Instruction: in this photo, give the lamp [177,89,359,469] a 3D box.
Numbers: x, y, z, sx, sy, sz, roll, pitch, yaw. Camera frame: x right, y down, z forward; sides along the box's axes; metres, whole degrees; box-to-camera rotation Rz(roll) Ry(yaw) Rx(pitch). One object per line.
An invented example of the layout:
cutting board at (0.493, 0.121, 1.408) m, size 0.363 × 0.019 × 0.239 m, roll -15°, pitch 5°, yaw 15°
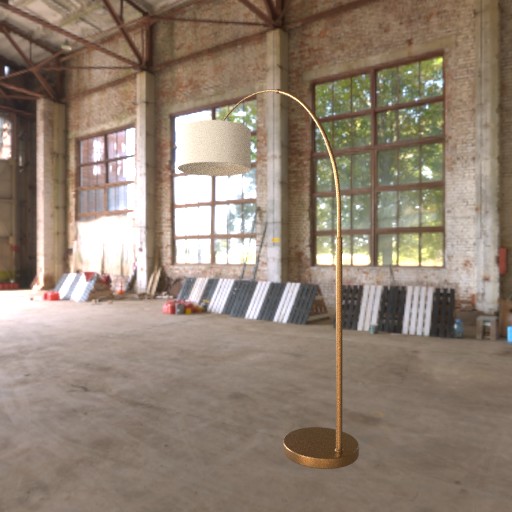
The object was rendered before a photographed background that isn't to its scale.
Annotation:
lamp at (0.000, 0.000, 2.614) m, size 0.493 × 1.927 × 1.434 m, roll 0°, pitch 0°, yaw -37°
